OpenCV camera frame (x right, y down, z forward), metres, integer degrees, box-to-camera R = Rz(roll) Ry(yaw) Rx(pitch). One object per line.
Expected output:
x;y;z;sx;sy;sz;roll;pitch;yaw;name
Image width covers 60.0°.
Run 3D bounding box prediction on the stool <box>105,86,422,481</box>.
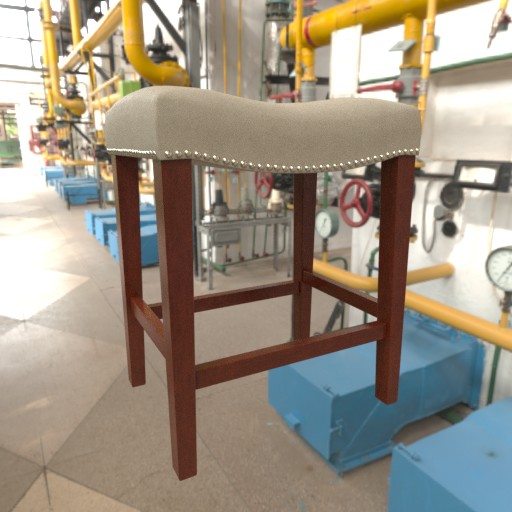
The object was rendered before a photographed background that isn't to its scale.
0.000;0.000;0.922;0.509;0.632;0.375;-8;16;-27;stool
